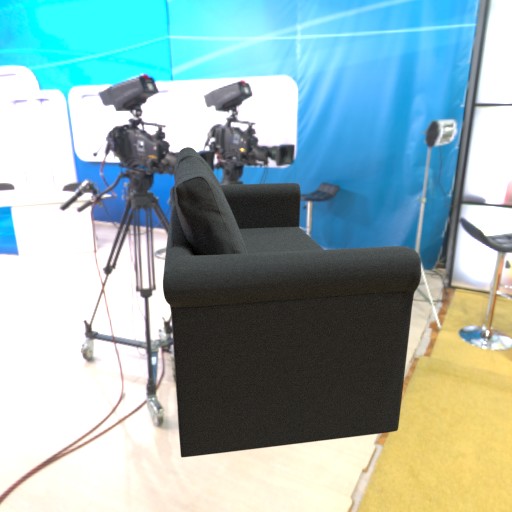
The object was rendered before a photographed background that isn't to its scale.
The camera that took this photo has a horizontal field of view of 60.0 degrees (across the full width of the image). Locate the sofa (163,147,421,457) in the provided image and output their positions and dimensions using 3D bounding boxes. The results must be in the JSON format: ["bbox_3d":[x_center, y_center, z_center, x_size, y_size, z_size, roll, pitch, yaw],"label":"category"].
[{"bbox_3d":[0.000,0.000,1.945,0.741,0.872,1.460,-3,18,-9],"label":"sofa"}]
